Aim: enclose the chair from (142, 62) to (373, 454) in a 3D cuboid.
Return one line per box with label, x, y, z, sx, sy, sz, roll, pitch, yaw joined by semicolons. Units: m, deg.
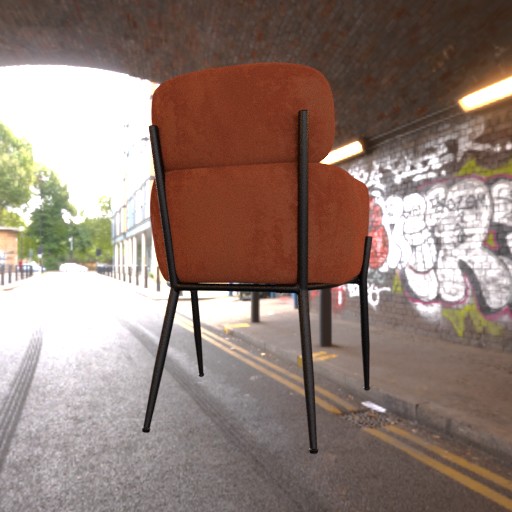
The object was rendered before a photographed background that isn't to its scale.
chair;0.000;0.000;1.125;0.561;0.772;0.523;0;-1;17
